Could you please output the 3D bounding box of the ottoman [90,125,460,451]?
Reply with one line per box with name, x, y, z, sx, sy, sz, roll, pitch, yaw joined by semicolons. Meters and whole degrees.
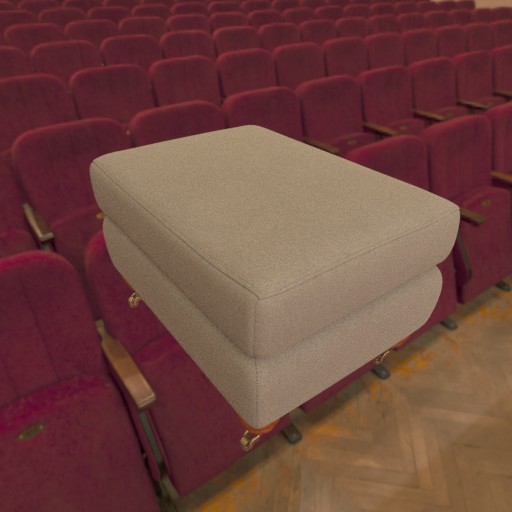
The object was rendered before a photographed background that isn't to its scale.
ottoman;0.000;0.000;1.155;0.569;0.499;0.773;-22;38;-30
